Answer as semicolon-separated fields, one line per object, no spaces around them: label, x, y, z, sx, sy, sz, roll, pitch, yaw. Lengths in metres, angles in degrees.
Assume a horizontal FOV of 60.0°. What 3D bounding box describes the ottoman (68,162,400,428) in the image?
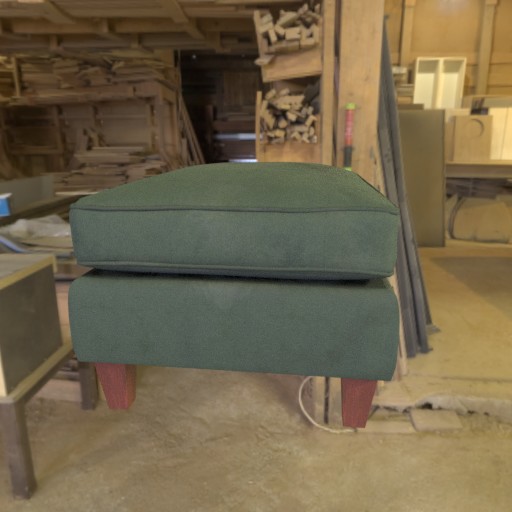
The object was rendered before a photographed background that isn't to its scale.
ottoman;0.000;0.000;1.225;0.632;0.495;0.864;2;15;7
